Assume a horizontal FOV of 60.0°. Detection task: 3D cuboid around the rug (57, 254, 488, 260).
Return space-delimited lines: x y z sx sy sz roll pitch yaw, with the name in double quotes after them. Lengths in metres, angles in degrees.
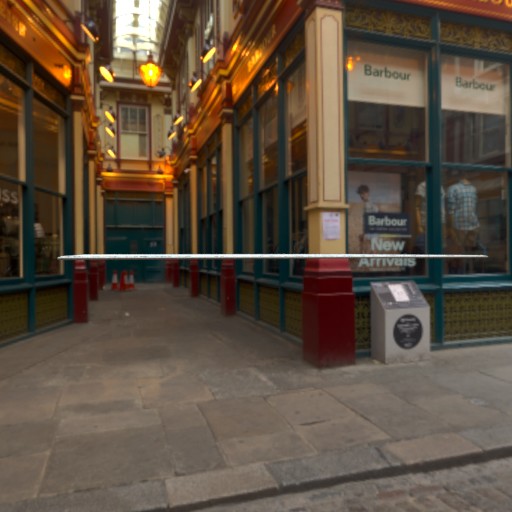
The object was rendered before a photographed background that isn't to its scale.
0.000 0.000 2.868 2.197 0.014 1.586 0 0 -18 "rug"
